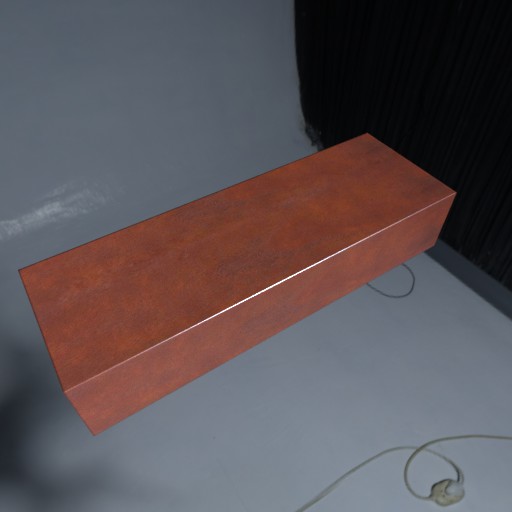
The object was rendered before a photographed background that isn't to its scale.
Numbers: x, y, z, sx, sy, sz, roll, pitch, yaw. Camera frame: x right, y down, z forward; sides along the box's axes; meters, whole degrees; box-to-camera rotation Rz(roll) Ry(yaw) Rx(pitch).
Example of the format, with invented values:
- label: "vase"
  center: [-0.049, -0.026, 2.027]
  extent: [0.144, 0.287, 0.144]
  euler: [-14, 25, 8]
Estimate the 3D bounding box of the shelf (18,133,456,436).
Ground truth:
- label: "shelf"
  center: [0.000, 0.000, 0.508]
  extent: [0.457, 0.088, 0.152]
  euler: [-25, 52, -22]
